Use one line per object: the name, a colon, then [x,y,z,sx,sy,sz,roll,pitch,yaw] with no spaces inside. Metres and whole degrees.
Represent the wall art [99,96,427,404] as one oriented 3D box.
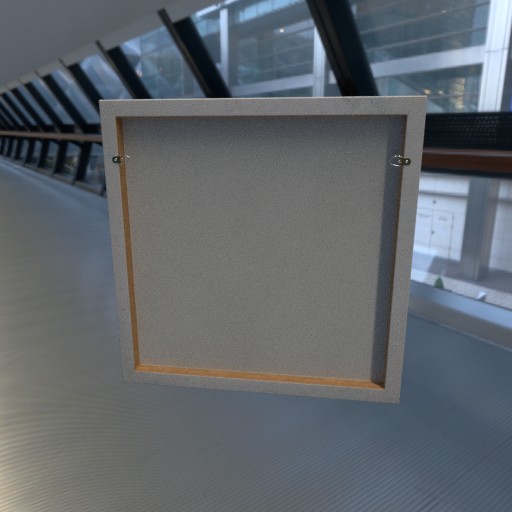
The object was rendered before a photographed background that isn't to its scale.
wall art: [0.000,0.000,0.911,0.612,0.612,0.040,2,15,8]
